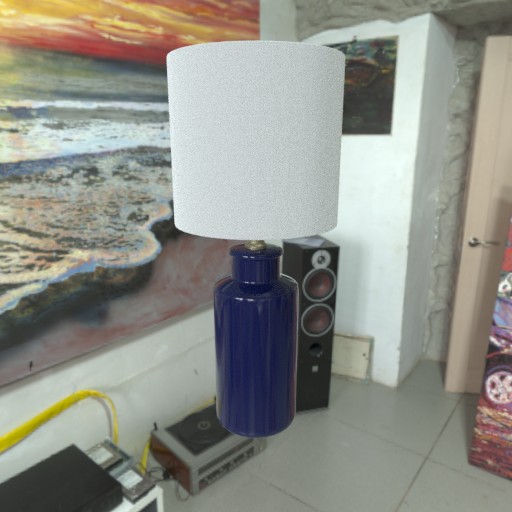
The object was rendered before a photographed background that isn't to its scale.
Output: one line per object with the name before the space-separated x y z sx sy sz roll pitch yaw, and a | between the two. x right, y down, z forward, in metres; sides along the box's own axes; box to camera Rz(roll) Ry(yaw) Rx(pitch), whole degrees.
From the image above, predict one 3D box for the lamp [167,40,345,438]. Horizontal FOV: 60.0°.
lamp | 0.000 0.000 0.599 0.212 0.493 0.212 2 15 8
